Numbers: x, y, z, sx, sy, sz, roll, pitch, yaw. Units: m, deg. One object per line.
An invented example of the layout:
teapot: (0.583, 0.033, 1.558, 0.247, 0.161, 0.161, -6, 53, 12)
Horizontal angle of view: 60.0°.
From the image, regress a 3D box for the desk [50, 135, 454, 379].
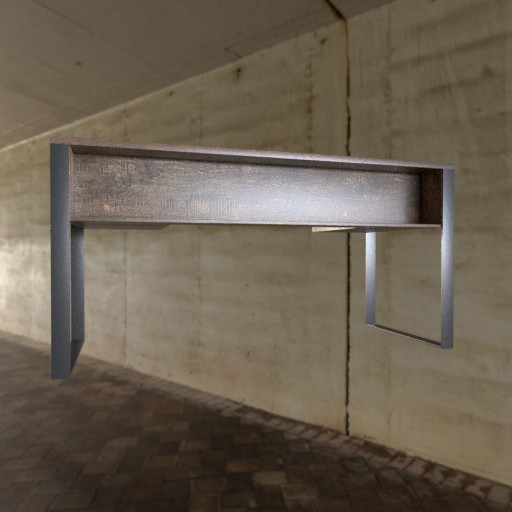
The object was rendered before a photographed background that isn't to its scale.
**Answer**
desk: (0.000, 0.000, 1.893, 1.524, 0.762, 0.599, 0, 1, -17)
